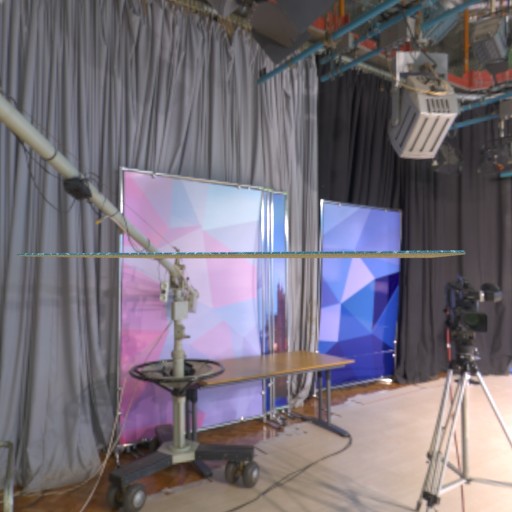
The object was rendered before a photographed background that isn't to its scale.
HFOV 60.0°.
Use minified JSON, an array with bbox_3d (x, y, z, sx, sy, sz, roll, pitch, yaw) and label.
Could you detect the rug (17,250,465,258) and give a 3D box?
[{"bbox_3d":[0.000,0.000,2.739,2.144,0.015,1.543,0,-1,17],"label":"rug"}]
